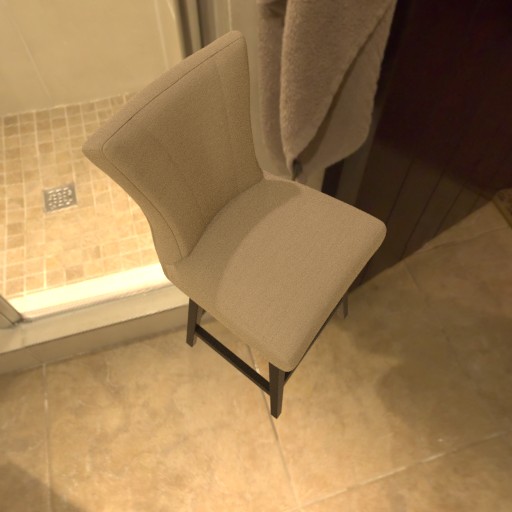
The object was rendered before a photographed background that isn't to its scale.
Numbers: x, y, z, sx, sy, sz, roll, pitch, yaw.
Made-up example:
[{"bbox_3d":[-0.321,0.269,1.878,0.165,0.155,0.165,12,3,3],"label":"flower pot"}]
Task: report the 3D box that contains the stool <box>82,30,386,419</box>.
[{"bbox_3d":[0.000,0.000,1.316,0.574,1.000,0.514,32,63,18],"label":"stool"}]
